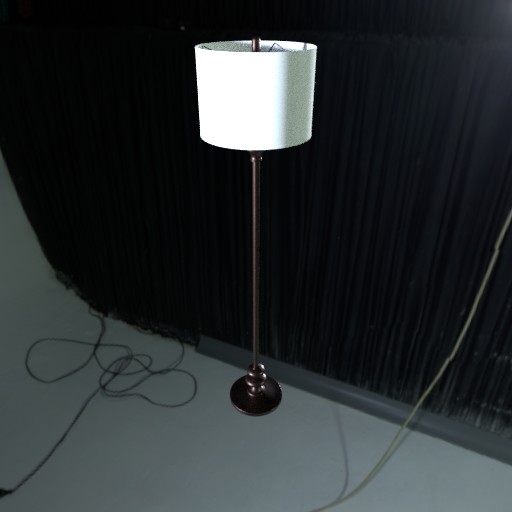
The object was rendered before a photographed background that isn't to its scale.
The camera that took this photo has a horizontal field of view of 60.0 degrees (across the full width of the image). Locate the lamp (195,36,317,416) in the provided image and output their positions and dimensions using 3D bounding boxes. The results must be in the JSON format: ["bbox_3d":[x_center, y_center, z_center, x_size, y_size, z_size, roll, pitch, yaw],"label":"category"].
[{"bbox_3d":[0.000,0.000,1.668,0.356,1.487,0.356,11,32,18],"label":"lamp"}]
